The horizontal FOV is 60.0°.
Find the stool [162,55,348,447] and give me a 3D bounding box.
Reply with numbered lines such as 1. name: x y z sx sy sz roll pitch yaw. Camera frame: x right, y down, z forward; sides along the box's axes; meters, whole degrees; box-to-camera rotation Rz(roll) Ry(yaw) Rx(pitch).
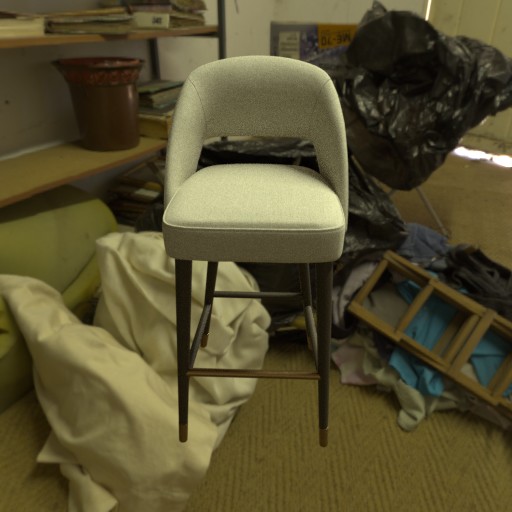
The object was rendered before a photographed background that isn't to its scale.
1. stool: 0.000 0.000 1.308 0.494 1.037 0.509 1 30 2
